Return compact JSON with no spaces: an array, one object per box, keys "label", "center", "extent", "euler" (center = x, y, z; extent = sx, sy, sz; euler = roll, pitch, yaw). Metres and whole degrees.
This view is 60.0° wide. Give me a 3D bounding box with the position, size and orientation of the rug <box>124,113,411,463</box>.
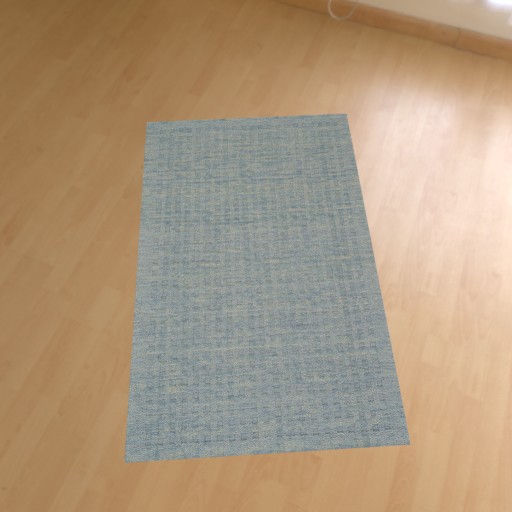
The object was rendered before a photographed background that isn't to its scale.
[{"label":"rug","center":[0.000,0.000,2.147],"extent":[1.142,0.006,1.752],"euler":[-3,64,-1]}]
